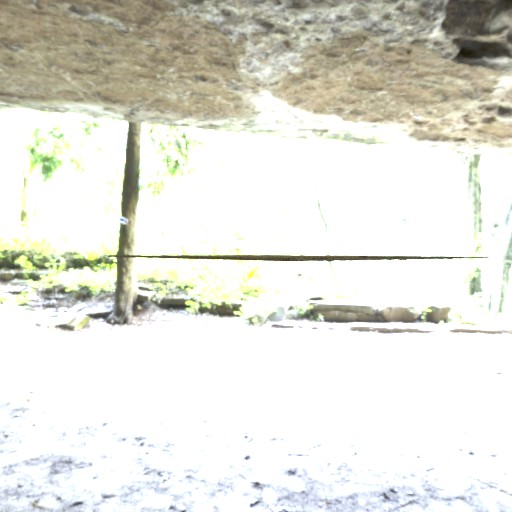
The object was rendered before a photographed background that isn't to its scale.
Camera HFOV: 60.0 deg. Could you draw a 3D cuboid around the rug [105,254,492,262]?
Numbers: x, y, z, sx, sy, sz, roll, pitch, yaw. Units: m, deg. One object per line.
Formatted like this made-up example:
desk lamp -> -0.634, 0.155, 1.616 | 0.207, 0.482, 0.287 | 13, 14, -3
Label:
rug -> 0.000, 0.000, 2.038 | 0.905, 0.017, 1.718 | 0, 1, -36
